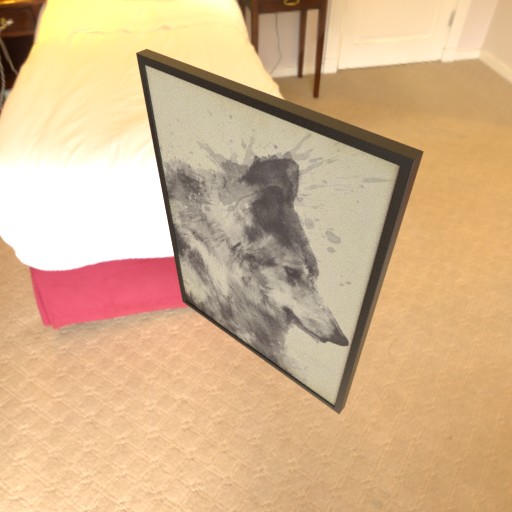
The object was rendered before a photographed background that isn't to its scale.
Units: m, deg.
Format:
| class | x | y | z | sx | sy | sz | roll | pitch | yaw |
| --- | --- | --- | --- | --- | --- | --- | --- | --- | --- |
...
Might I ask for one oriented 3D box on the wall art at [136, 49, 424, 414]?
| class | x | y | z | sx | sy | sz | roll | pitch | yaw |
| --- | --- | --- | --- | --- | --- | --- | --- | --- | --- |
| wall art | 0.000 | 0.000 | 1.396 | 0.804 | 1.061 | 0.039 | 31 | 53 | 27 |
